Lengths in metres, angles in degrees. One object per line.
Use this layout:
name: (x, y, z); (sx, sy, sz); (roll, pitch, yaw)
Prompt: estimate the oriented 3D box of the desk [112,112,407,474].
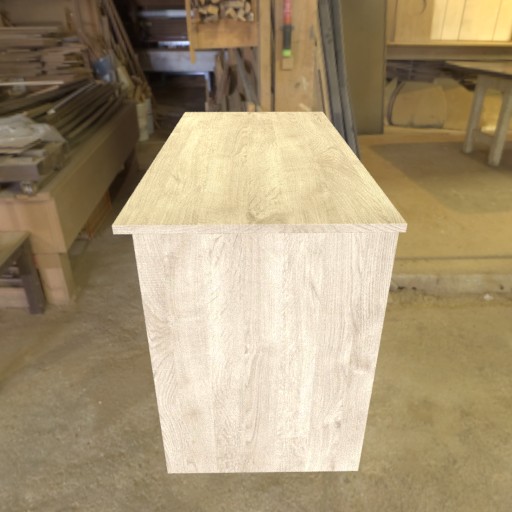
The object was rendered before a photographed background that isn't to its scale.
desk: (0.000, 0.000, 1.497); (0.560, 0.735, 1.097); (0, 29, -1)
